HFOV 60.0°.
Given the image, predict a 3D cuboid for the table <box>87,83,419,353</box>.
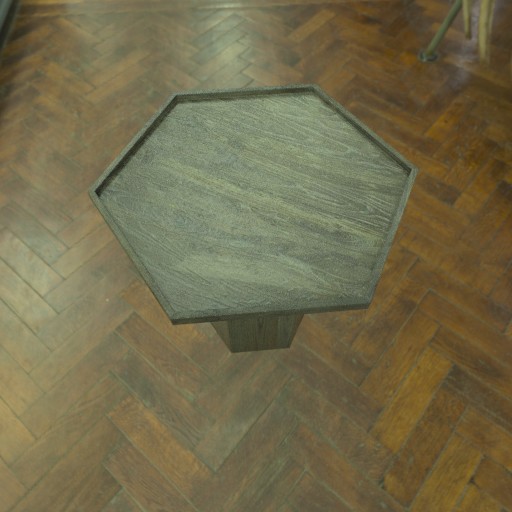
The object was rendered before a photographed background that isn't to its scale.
[{"bbox_3d":[0.000,0.000,1.158,0.592,0.586,0.683,-31,63,-18],"label":"table"}]
